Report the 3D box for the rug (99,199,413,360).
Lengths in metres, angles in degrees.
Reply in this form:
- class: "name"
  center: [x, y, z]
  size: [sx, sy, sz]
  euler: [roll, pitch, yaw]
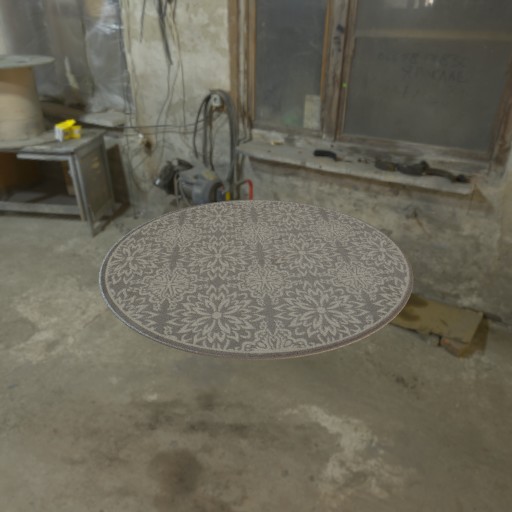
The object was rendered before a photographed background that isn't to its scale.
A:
- class: "rug"
  center: [0.000, 0.000, 2.350]
  size: [1.593, 0.012, 1.593]
  euler: [0, 29, 0]
